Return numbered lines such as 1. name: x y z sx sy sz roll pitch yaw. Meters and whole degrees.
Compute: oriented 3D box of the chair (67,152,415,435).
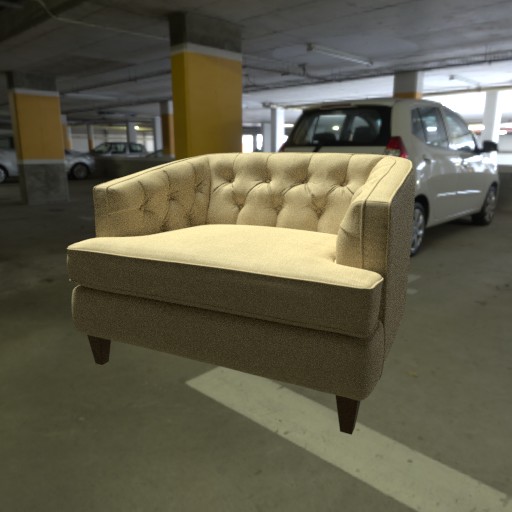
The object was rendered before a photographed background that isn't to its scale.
1. chair: 0.000 0.000 1.740 1.118 0.787 0.914 7 15 25
